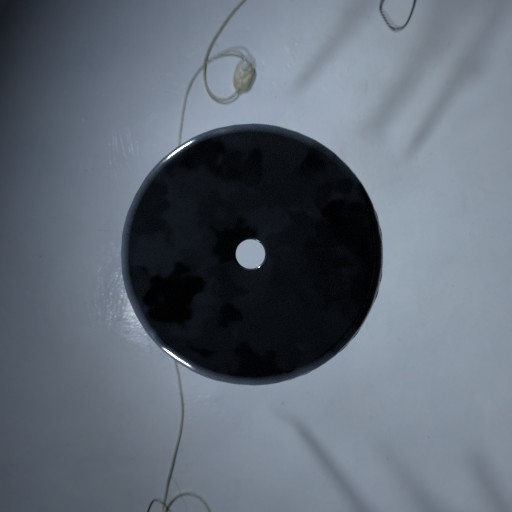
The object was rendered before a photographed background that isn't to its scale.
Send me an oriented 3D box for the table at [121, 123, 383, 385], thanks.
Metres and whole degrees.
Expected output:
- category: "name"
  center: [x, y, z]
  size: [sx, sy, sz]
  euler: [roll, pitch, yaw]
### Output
- category: "table"
  center: [0.000, 0.000, 0.628]
  size: [0.325, 0.388, 0.325]
  euler: [0, 89, 2]
